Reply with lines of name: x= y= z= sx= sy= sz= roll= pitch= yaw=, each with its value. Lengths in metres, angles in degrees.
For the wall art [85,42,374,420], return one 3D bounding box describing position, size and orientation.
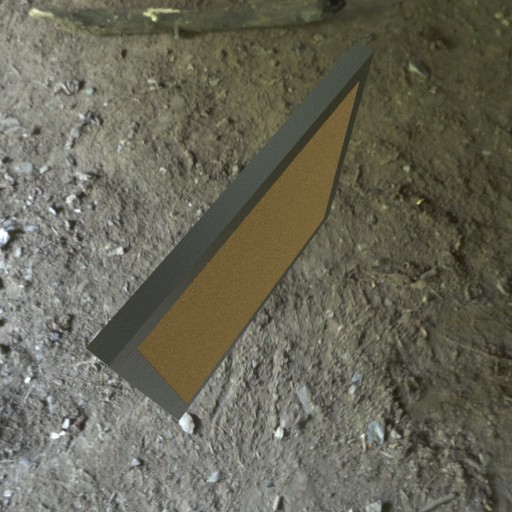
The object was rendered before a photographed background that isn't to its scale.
wall art: x=0.000 y=0.000 z=0.749 sx=0.032 sy=0.456 sz=0.557 roll=32 pitch=68 yaw=15
